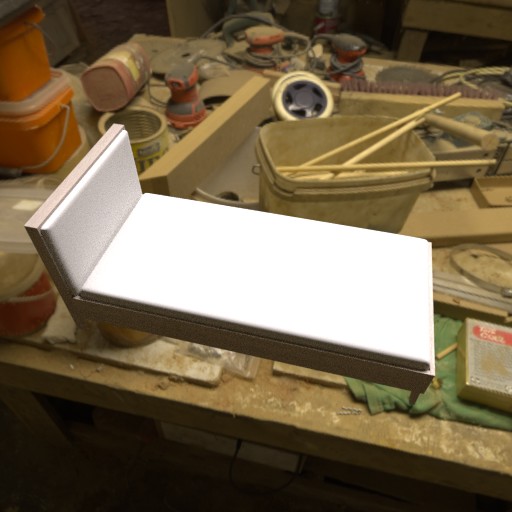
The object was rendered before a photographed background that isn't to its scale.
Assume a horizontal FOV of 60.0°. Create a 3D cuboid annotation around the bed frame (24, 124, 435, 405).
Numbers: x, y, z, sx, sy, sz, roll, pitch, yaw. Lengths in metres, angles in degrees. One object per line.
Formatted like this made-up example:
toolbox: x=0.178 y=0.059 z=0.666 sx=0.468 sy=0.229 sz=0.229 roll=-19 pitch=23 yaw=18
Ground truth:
bed frame: x=0.000 y=0.000 z=2.698 sx=2.140 sy=0.920 sz=0.990 roll=10 pitch=48 yaw=9
